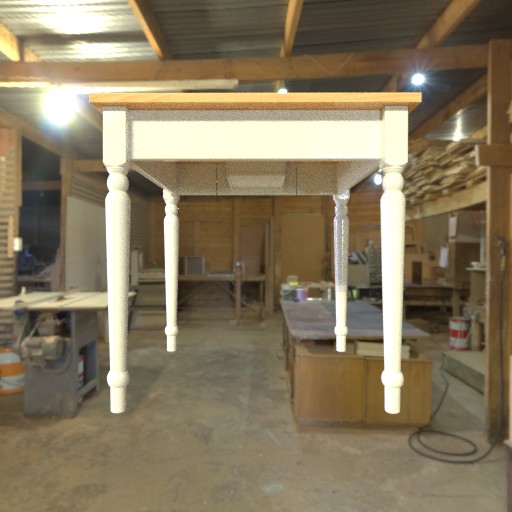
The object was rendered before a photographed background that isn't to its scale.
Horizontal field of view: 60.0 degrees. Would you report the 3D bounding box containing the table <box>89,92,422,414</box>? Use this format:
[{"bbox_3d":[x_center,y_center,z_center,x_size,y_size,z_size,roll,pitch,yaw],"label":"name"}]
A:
[{"bbox_3d":[0.000,0.000,1.370,0.747,0.738,0.747,0,0,0],"label":"table"}]
